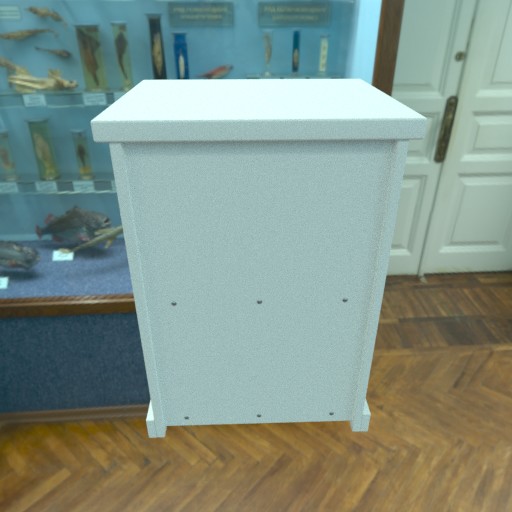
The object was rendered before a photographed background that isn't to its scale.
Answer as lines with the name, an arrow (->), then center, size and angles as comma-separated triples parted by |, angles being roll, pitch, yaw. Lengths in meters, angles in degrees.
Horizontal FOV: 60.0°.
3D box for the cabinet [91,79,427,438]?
cabinet -> 0.000, 0.000, 1.044 | 0.520, 0.723, 0.431 | -1, 29, -2
